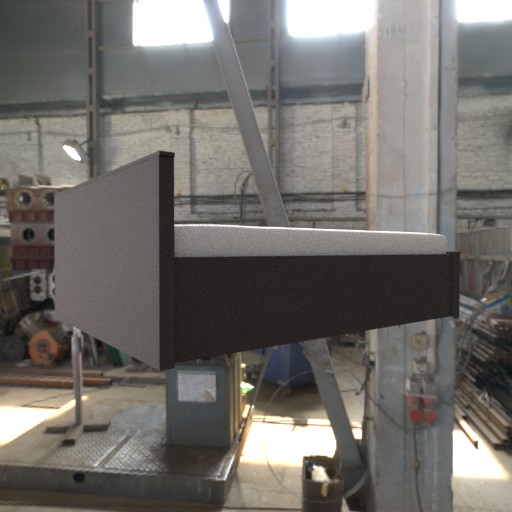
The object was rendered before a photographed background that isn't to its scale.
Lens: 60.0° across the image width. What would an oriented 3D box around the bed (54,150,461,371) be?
[{"bbox_3d":[0.000,0.000,2.904,2.103,0.808,1.634,-1,1,-37],"label":"bed"}]
